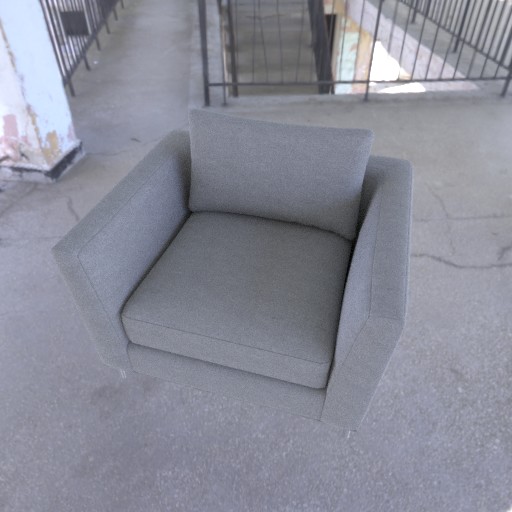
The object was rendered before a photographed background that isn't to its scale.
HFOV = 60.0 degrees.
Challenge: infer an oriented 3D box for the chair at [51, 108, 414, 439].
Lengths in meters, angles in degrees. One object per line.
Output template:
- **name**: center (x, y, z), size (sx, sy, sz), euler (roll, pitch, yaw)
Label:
- **chair**: center (0.000, 0.000, 1.684), size (1.041, 0.864, 0.889), euler (11, 42, 12)
